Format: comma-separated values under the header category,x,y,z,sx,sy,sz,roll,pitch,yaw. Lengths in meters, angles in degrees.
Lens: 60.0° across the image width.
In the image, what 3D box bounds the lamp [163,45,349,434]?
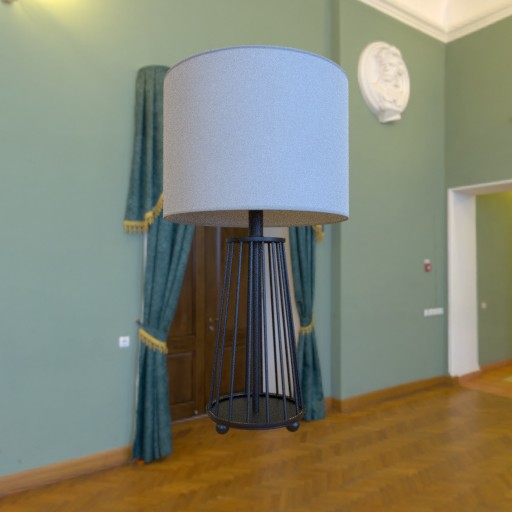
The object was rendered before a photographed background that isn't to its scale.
category,x,y,z,sx,sy,sz,roll,pitch,yaw
lamp,0.000,0.000,0.783,0.322,0.593,0.322,1,-1,-37
